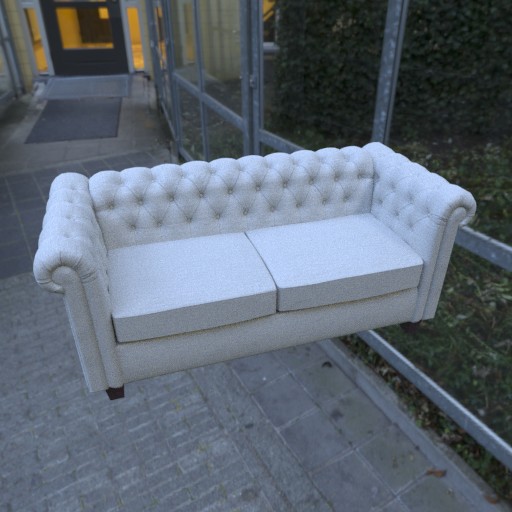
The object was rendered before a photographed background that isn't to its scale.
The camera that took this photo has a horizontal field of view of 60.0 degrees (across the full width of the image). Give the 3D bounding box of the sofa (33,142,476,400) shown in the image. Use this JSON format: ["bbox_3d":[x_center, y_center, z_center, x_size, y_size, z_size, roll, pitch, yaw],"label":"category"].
[{"bbox_3d":[0.000,0.000,2.170,1.798,0.797,0.783,-9,33,-15],"label":"sofa"}]
